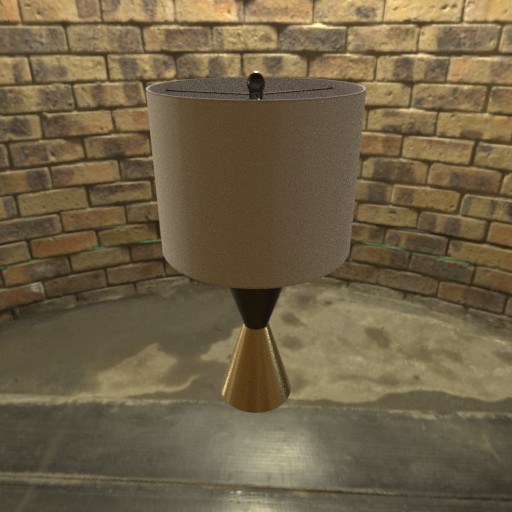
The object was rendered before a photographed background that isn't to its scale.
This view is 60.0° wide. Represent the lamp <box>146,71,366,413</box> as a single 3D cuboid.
[{"bbox_3d":[0.000,0.000,0.744,0.304,0.573,0.304,-17,31,-31],"label":"lamp"}]
